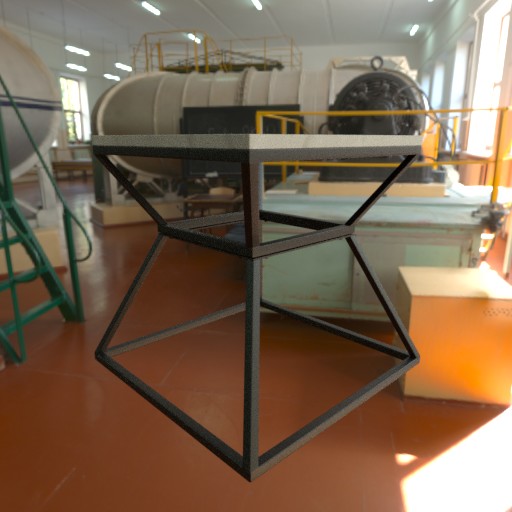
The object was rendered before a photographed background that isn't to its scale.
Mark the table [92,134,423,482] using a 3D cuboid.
[{"bbox_3d":[0.000,0.000,0.821,0.455,0.431,0.455,-14,20,-42],"label":"table"}]
